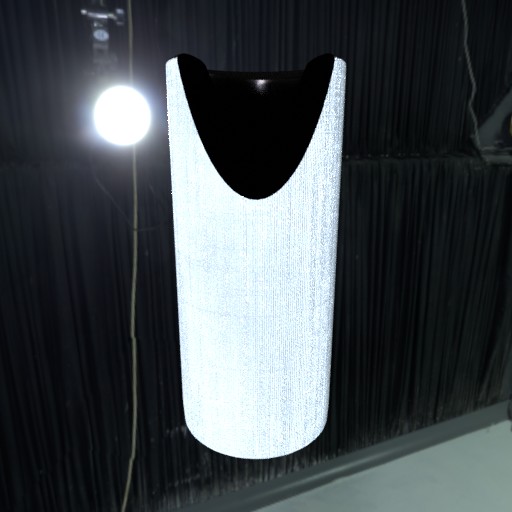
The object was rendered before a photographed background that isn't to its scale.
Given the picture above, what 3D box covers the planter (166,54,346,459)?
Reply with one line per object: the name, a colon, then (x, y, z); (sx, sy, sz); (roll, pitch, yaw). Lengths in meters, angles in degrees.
planter: (0.000, 0.000, 0.127); (0.045, 0.103, 0.045); (-9, 18, -27)
